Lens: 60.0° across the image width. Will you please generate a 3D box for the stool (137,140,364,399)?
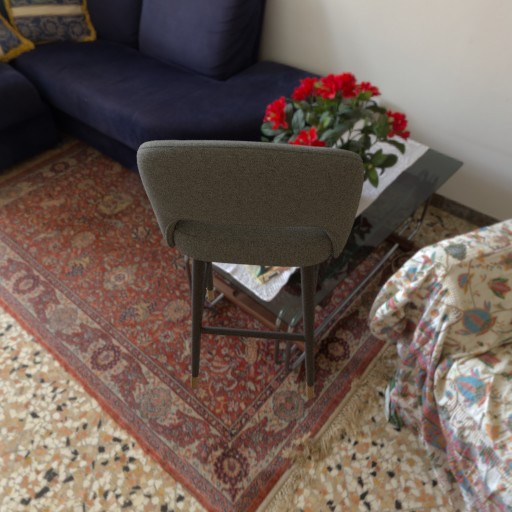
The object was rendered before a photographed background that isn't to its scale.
[{"bbox_3d":[0.000,0.000,1.377,0.536,1.089,0.524,4,46,3],"label":"stool"}]
